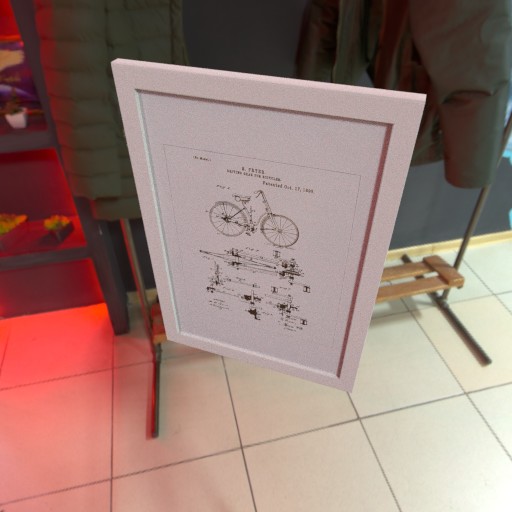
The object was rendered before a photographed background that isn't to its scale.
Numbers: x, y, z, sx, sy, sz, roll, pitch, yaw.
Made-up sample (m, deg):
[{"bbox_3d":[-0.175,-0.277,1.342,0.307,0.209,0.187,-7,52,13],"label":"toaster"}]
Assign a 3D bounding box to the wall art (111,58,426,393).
[{"bbox_3d":[0.000,0.000,0.604,0.332,0.477,0.015,13,42,14],"label":"wall art"}]
